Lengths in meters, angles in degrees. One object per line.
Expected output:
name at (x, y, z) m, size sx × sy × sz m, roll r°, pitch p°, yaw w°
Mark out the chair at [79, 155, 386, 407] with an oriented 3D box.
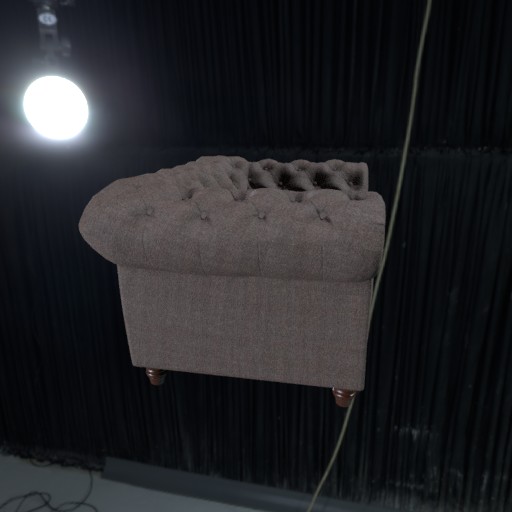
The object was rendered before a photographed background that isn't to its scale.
chair at (0.000, 0.000, 1.911) m, size 0.945 × 0.780 × 1.298 m, roll 3°, pitch 17°, yaw 11°
